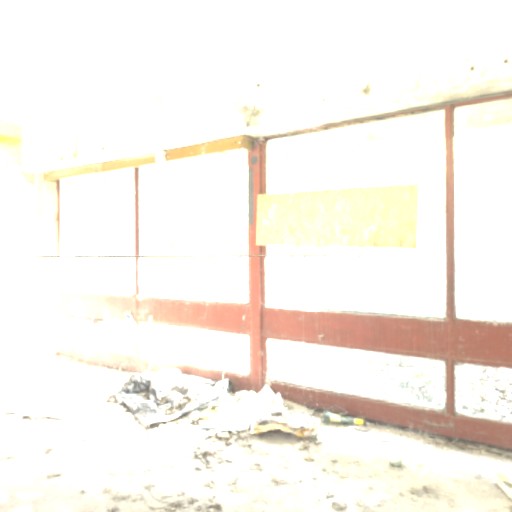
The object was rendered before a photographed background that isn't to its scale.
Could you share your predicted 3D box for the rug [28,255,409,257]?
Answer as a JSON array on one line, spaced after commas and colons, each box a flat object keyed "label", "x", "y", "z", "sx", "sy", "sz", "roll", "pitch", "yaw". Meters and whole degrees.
[{"label": "rug", "x": 0.000, "y": 0.000, "z": 2.651, "sx": 2.372, "sy": 0.008, "sz": 0.620, "roll": 0, "pitch": 0, "yaw": -37}]
